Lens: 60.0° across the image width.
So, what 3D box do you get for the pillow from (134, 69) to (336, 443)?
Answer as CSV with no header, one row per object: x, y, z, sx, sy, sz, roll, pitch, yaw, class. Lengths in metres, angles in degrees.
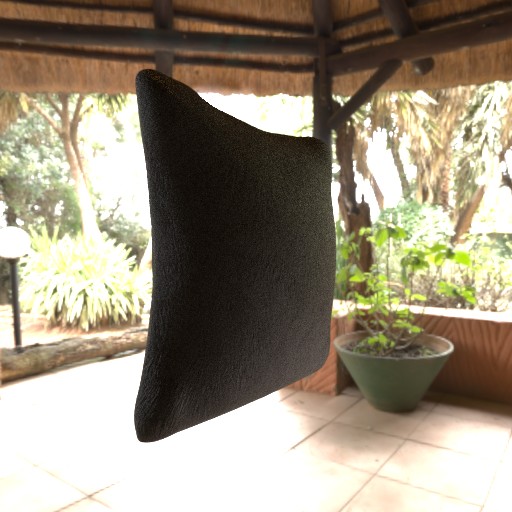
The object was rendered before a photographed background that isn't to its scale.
0.000,0.000,0.809,0.210,0.523,0.533,0,1,36,pillow
